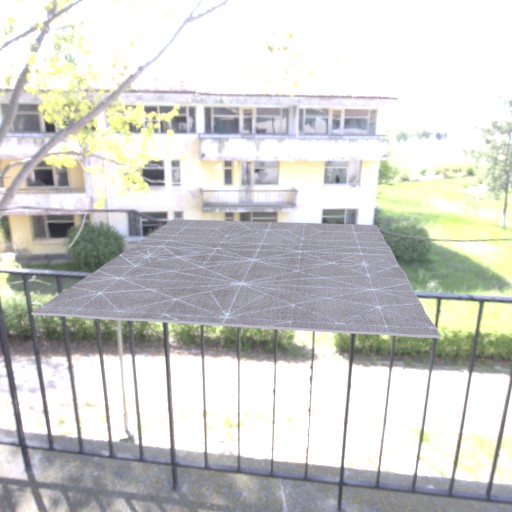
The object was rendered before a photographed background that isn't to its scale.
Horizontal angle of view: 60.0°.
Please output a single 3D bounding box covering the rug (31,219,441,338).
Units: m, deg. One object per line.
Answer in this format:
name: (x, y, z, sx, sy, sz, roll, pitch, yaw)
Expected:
rug: (0.000, 0.000, 0.884, 0.548, 0.006, 0.639, 2, 17, 7)
